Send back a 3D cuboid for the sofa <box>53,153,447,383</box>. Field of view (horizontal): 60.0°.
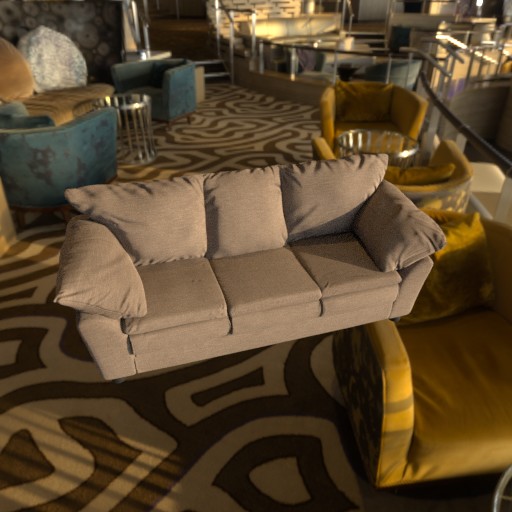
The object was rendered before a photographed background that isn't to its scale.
[{"bbox_3d":[0.000,0.000,2.959,2.390,1.043,0.927,-9,32,-15],"label":"sofa"}]
